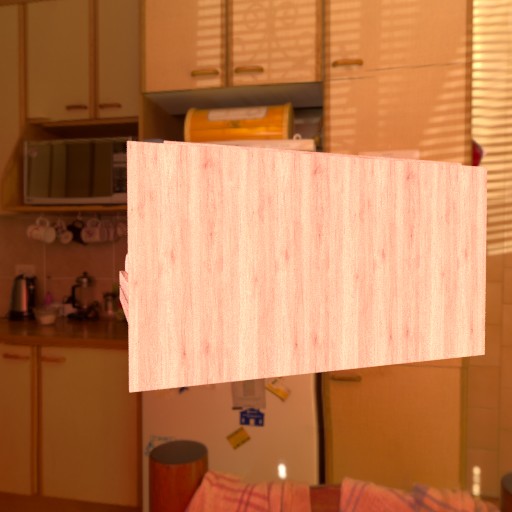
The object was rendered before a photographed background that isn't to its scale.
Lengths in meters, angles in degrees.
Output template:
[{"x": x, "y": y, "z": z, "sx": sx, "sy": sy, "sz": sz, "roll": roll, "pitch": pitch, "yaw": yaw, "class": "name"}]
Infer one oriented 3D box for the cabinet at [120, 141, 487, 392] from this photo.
[{"x": 0.000, "y": 0.000, "z": 2.947, "sx": 1.750, "sy": 0.970, "sz": 2.080, "roll": -1, "pitch": 2, "yaw": -19, "class": "cabinet"}]
